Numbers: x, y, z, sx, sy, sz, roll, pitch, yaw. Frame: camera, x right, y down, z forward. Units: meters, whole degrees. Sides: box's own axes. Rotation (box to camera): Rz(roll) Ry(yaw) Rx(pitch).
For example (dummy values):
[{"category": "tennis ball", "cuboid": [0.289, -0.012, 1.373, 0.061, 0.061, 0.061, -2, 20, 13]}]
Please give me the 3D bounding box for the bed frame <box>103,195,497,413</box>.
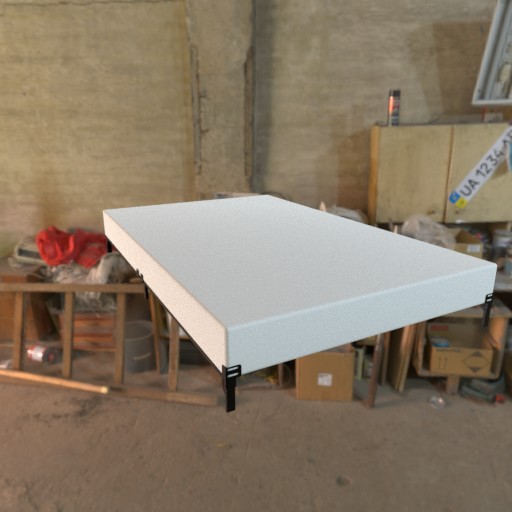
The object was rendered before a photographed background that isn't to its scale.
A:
[{"category": "bed frame", "cuboid": [0.000, 0.000, 3.714, 1.930, 0.440, 2.987, -9, 20, -27]}]
